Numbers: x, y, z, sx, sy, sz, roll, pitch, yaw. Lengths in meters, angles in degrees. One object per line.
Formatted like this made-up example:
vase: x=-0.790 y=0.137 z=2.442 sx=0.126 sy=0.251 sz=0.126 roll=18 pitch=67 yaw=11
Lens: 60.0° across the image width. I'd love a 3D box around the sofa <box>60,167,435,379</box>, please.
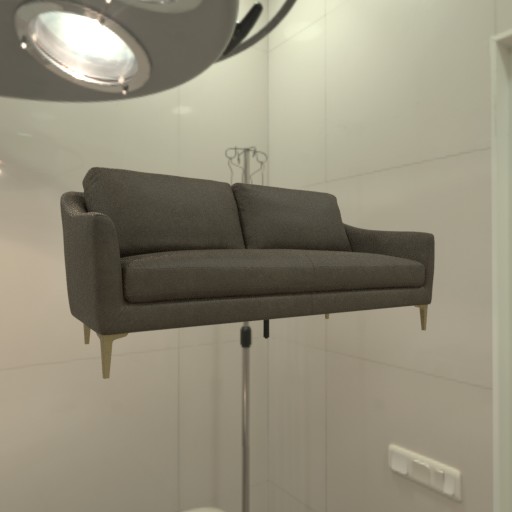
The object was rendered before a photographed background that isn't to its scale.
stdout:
sofa: x=0.000 y=0.000 z=2.501 sx=2.036 sy=0.902 sz=0.960 roll=0 pitch=-1 yaw=-35
